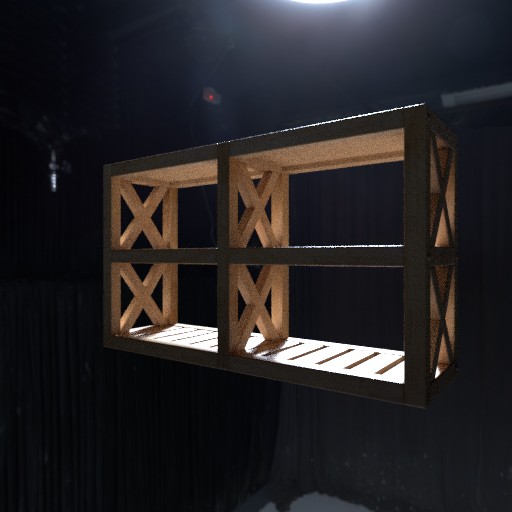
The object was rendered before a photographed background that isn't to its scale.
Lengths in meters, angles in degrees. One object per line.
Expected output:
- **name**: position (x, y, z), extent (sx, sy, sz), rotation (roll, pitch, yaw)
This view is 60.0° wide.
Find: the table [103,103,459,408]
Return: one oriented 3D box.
- **table**: position (0.000, 0.000, 1.637), extent (1.320, 0.762, 0.381), rotation (0, 0, 36)
